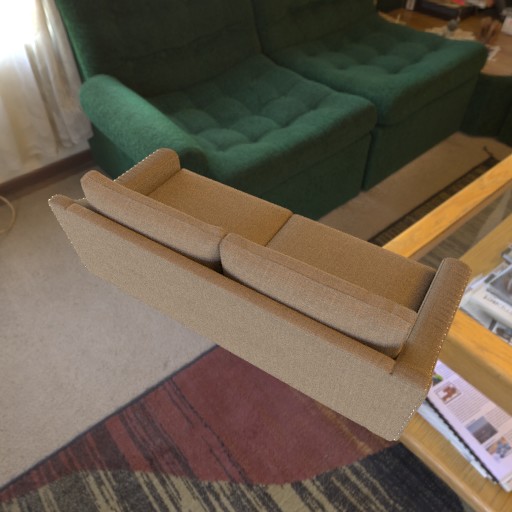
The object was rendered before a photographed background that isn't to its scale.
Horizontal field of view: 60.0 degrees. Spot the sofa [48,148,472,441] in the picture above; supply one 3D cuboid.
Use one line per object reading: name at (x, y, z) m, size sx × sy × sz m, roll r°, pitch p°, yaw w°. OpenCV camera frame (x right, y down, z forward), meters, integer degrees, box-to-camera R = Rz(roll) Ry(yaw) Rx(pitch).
sofa at (0.000, 0.000, 2.615) m, size 2.208 × 0.857 × 1.000 m, roll 25°, pitch 51°, yaw 22°
